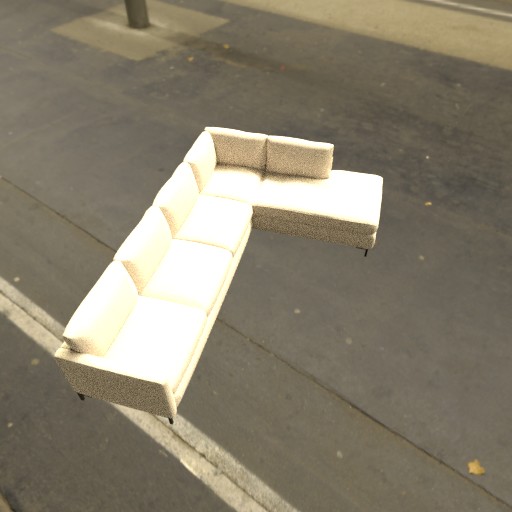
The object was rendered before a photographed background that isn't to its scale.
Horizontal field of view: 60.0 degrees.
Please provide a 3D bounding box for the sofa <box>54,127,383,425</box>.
[{"bbox_3d":[0.000,0.000,3.859,2.007,0.815,2.949,11,46,11],"label":"sofa"}]
